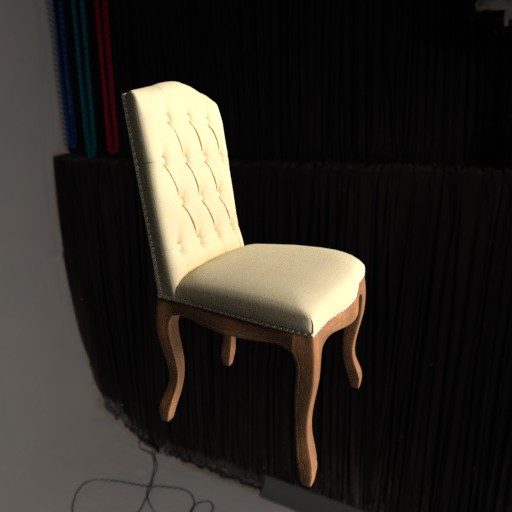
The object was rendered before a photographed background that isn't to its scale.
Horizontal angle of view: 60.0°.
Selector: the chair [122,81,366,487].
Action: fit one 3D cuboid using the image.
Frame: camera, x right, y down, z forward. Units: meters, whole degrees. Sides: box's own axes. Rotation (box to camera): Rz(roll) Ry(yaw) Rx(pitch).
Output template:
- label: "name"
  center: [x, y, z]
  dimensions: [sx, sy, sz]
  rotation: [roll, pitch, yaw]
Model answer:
- label: "chair"
  center: [0.000, 0.000, 1.540]
  dimensions: [0.715, 1.165, 0.623]
  rotation: [7, 17, 25]
